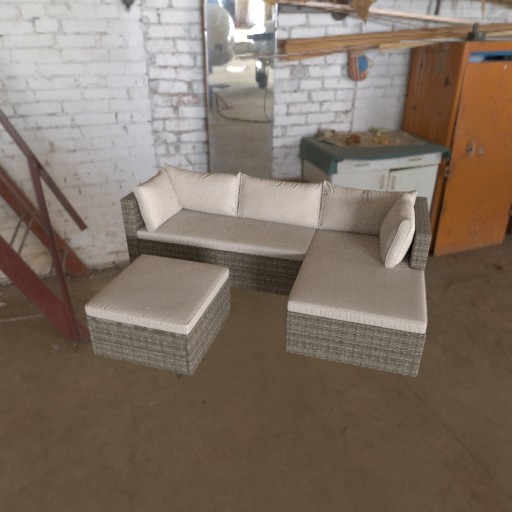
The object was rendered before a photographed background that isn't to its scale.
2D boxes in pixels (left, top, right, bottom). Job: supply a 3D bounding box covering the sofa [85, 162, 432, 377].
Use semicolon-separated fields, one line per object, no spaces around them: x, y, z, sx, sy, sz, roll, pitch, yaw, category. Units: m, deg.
0.000;0.000;3.022;2.192;0.766;1.662;8;29;15;sofa
